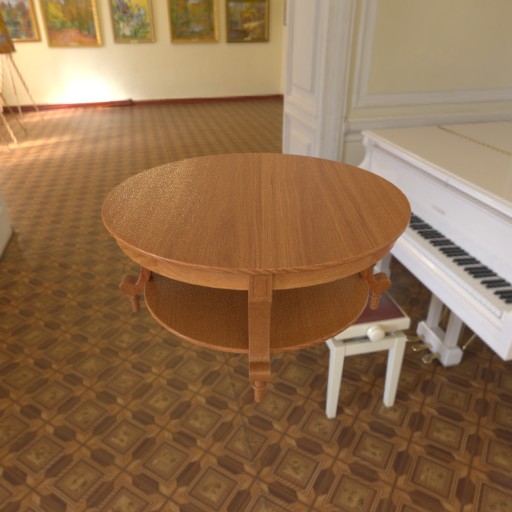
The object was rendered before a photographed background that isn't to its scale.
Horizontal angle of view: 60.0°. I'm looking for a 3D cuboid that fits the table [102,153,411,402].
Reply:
[{"bbox_3d":[0.000,0.000,1.648,1.029,0.490,1.029,0,29,0],"label":"table"}]
